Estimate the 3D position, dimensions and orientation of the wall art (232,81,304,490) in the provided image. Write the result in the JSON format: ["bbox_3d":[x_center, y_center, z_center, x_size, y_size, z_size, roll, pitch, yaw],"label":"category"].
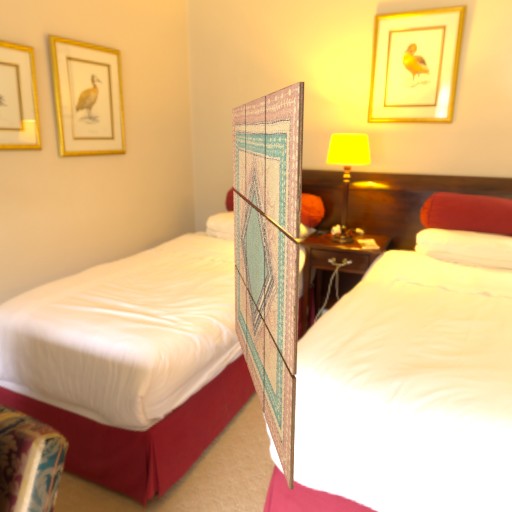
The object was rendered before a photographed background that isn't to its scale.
[{"bbox_3d":[0.000,0.000,1.824,0.013,1.213,1.215,-3,16,-10],"label":"wall art"}]
